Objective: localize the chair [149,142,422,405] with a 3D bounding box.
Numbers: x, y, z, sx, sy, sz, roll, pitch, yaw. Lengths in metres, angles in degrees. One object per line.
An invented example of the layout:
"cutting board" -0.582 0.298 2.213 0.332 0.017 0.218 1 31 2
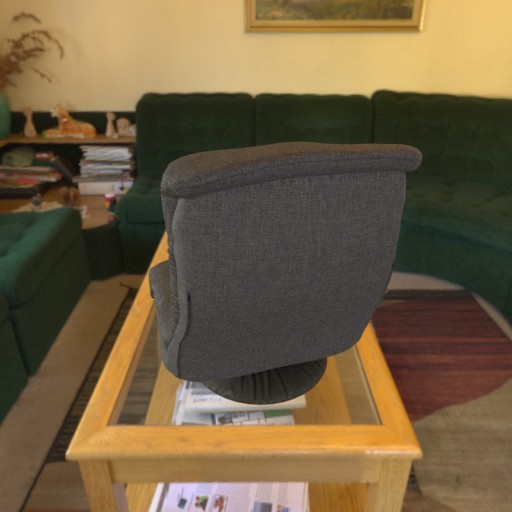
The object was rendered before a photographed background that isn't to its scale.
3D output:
"chair" 0.000 0.000 1.270 0.597 0.749 0.668 -8 28 -16
